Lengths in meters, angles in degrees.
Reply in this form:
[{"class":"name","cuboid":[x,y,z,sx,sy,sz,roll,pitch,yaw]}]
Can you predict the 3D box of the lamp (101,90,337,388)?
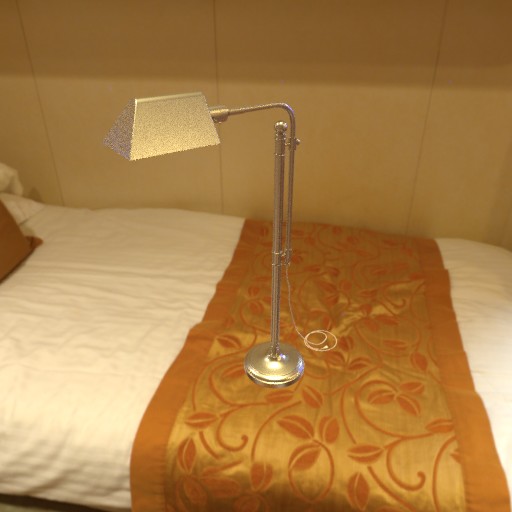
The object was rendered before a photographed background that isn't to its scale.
[{"class":"lamp","cuboid":[0.000,0.000,0.967,0.546,0.708,0.159,-19,35,-30]}]
